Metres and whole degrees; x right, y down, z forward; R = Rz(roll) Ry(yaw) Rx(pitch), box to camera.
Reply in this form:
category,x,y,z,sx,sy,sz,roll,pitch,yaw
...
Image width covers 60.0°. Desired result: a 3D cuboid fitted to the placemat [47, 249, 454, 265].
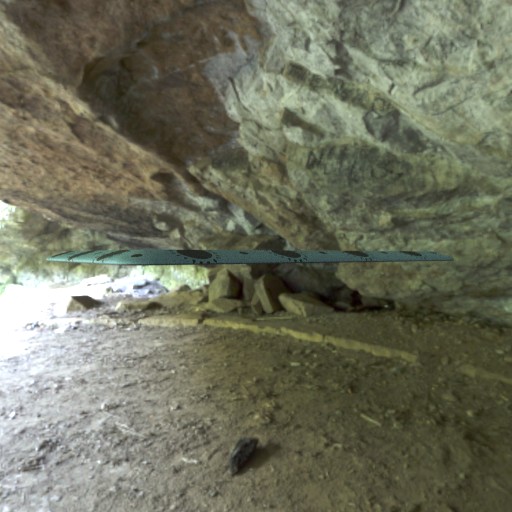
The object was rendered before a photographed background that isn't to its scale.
category,x,y,z,sx,sy,sz,roll,pitch,yaw
placemat,0.000,0.000,0.970,0.762,0.021,0.508,0,0,-36
